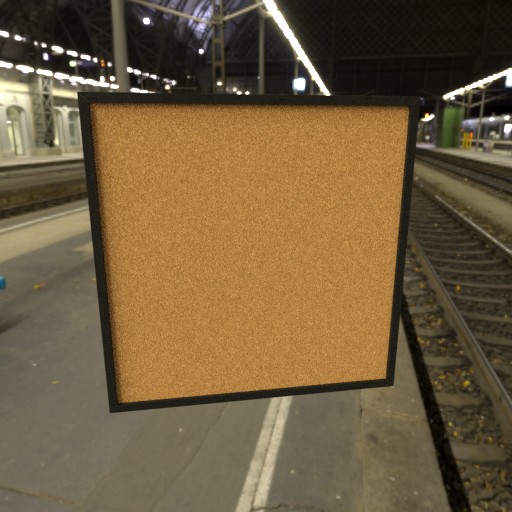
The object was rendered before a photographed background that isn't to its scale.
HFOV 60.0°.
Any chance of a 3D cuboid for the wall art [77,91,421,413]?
[{"bbox_3d":[0.000,0.000,0.448,0.305,0.305,0.037,-3,16,-9],"label":"wall art"}]
